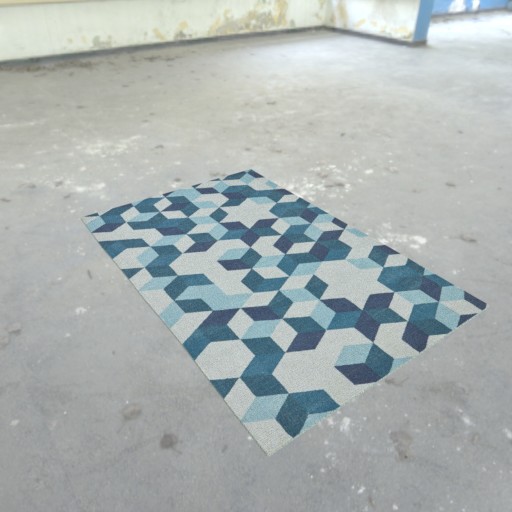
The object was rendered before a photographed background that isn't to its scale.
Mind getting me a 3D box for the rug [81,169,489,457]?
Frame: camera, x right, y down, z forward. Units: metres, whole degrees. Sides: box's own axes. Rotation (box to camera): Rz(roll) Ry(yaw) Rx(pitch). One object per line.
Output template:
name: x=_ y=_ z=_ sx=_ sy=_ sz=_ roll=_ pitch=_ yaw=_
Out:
rug: x=0.000 y=0.000 z=2.273 sx=1.235 sy=0.014 sz=1.829 roll=-22 pitch=40 yaw=-29
